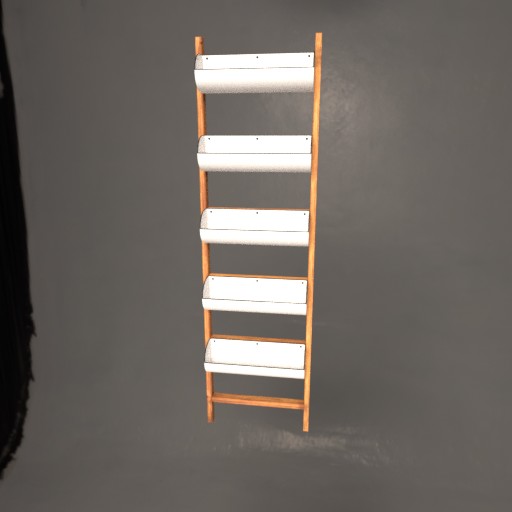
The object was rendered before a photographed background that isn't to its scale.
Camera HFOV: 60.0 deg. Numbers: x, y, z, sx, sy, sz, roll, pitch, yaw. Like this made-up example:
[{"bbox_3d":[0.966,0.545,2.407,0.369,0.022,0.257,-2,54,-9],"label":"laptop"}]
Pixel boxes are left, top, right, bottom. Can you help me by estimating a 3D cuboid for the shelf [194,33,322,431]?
[{"bbox_3d":[0.000,0.000,1.741,0.454,1.600,0.141,2,15,8],"label":"shelf"}]
